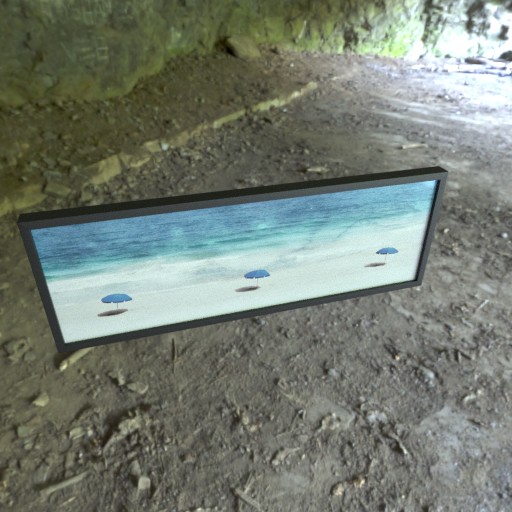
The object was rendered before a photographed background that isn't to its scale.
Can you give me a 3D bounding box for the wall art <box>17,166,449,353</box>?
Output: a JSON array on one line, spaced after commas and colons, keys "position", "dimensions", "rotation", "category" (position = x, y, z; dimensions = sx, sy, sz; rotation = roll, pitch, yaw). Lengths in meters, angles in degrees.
[{"position": [0.000, 0.000, 0.952], "dimensions": [0.860, 0.303, 0.037], "rotation": [-9, 33, -14], "category": "wall art"}]
